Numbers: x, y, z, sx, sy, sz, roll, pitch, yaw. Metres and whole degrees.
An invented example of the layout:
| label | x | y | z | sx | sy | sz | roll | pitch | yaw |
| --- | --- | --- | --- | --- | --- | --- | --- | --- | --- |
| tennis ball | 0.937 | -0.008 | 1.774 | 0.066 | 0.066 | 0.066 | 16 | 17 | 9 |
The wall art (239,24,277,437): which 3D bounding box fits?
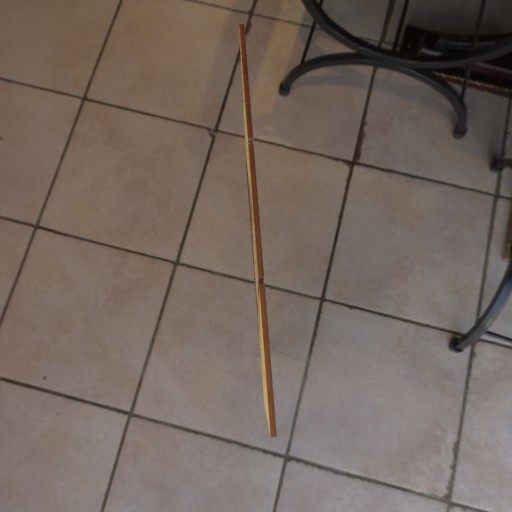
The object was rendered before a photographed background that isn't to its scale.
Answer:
| label | x | y | z | sx | sy | sz | roll | pitch | yaw |
| --- | --- | --- | --- | --- | --- | --- | --- | --- | --- |
| wall art | 0.000 | 0.000 | 1.900 | 0.017 | 1.246 | 1.256 | -4 | 77 | -1 |
